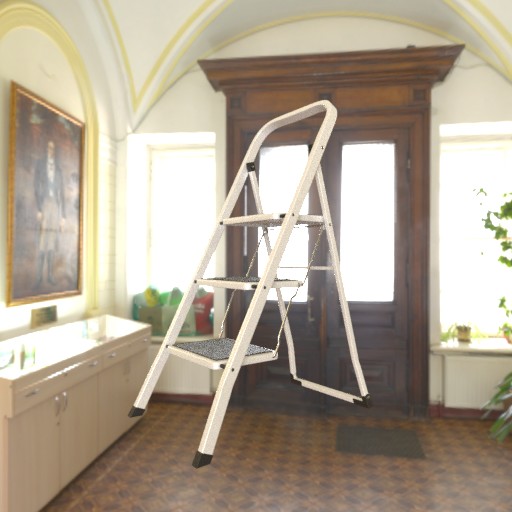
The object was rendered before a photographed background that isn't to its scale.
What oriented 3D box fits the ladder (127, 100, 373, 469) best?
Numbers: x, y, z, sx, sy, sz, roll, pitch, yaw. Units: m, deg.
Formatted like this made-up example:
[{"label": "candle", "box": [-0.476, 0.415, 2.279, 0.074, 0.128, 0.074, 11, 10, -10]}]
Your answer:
[{"label": "ladder", "box": [0.000, 0.000, 1.487, 0.711, 1.050, 0.460, 0, 0, -37]}]
